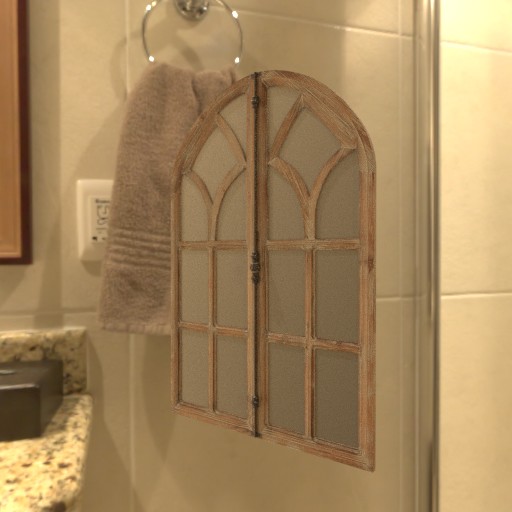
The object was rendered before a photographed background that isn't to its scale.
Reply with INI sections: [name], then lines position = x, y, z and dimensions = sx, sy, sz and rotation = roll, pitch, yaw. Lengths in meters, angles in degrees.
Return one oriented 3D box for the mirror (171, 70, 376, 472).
[mirror]
position = 0.000, 0.000, 1.111
dimensions = 0.609, 0.915, 0.032
rotation = 0, 1, 36
